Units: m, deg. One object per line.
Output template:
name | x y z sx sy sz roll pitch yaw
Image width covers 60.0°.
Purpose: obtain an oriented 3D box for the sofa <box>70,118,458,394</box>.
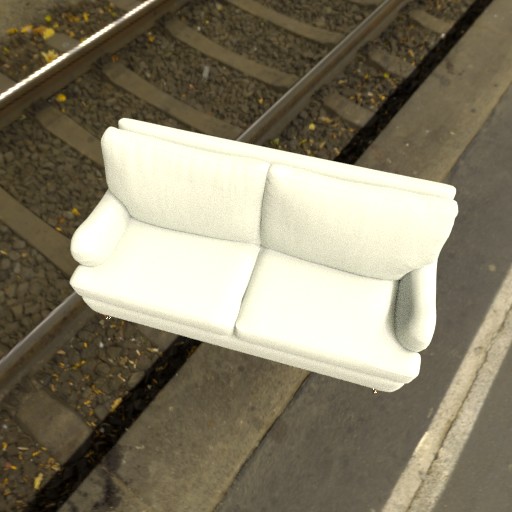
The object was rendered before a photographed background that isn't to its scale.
sofa | 0.000 0.000 2.842 2.193 1.096 1.069 14 60 8
